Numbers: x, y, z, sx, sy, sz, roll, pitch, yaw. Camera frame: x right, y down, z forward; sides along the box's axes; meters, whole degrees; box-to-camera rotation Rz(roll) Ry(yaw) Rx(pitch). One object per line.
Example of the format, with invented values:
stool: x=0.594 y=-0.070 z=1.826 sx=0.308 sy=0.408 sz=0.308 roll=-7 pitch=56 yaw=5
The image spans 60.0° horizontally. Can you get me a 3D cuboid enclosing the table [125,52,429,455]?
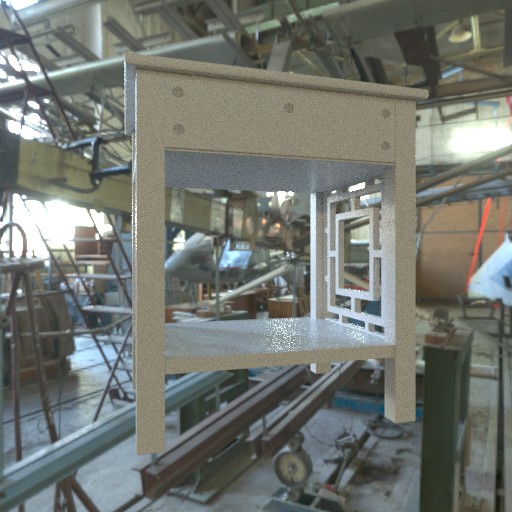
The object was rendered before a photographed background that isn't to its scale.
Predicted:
table: x=0.000 y=0.000 z=0.995 sx=0.564 sy=0.646 sz=0.451 roll=0 pitch=0 yaw=-16
